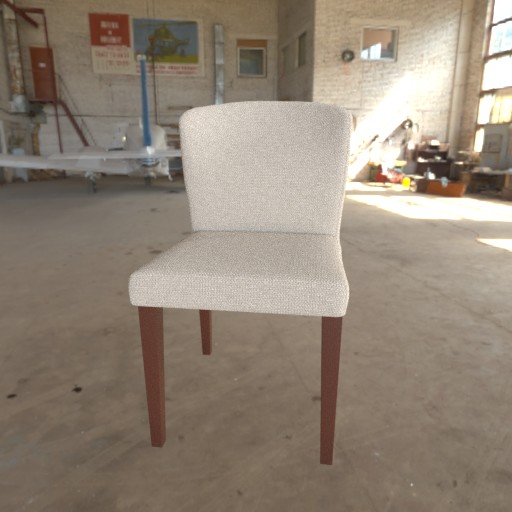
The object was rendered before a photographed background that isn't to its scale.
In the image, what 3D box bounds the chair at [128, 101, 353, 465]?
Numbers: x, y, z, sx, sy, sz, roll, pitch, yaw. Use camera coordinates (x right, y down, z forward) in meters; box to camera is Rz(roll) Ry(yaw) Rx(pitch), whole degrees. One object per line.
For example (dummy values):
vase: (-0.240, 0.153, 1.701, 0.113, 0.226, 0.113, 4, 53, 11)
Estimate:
chair: (0.000, 0.000, 1.198, 0.491, 0.839, 0.589, 2, 15, 8)
